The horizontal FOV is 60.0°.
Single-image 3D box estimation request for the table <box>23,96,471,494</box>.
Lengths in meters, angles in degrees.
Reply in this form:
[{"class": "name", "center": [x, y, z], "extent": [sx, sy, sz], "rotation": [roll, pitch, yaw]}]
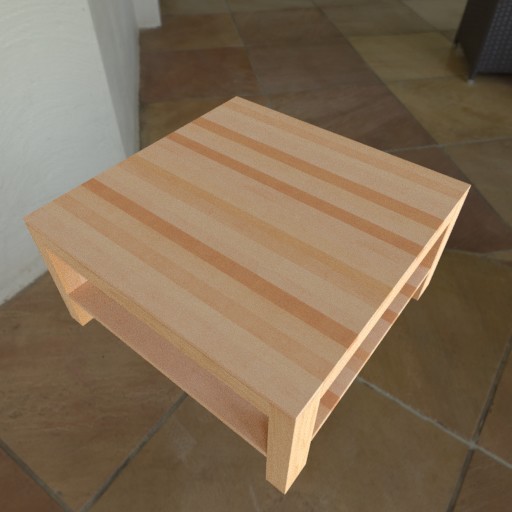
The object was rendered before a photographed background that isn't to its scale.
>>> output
[{"class": "table", "center": [0.000, 0.000, 1.412], "extent": [0.900, 0.450, 0.900], "rotation": [30, 53, 26]}]
